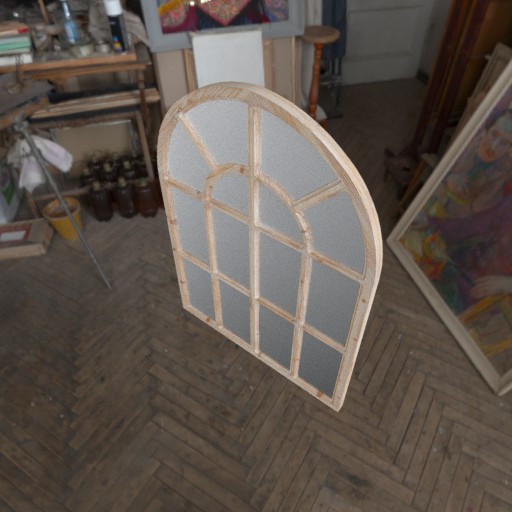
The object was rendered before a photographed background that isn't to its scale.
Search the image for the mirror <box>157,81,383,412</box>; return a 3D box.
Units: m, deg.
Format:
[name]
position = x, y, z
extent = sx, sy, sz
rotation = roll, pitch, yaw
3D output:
[mirror]
position = 0.000, 0.000, 1.186
extent = 0.660, 0.920, 0.032
rotation = 29, 52, 26
